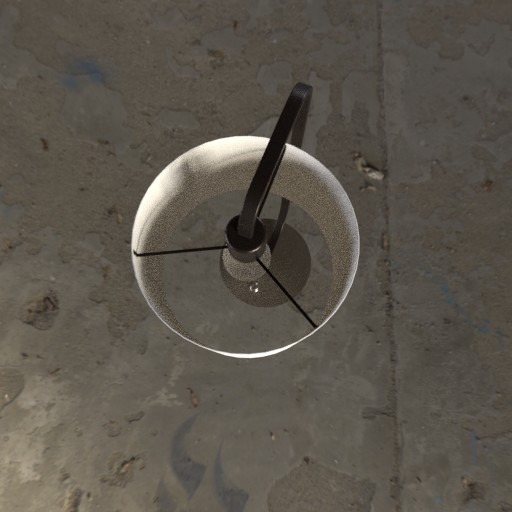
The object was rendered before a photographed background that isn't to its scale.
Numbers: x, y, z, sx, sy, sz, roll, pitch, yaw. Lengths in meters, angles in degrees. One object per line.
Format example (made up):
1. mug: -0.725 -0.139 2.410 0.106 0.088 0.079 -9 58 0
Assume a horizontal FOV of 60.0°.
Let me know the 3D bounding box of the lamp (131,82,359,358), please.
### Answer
1. lamp: 0.000 0.000 0.626 0.230 0.473 0.288 21 77 5
